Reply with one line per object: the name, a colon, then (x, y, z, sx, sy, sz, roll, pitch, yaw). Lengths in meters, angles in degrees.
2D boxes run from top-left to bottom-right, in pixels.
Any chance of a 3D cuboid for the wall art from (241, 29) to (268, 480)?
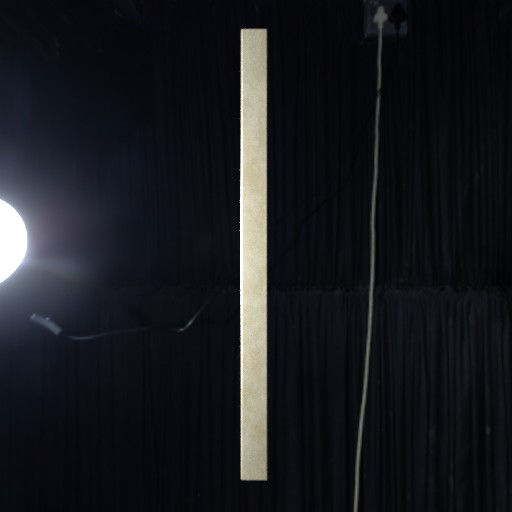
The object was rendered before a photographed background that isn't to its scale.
wall art: (0.000, 0.000, 0.747, 0.030, 0.506, 0.503, 0, -1, 0)
